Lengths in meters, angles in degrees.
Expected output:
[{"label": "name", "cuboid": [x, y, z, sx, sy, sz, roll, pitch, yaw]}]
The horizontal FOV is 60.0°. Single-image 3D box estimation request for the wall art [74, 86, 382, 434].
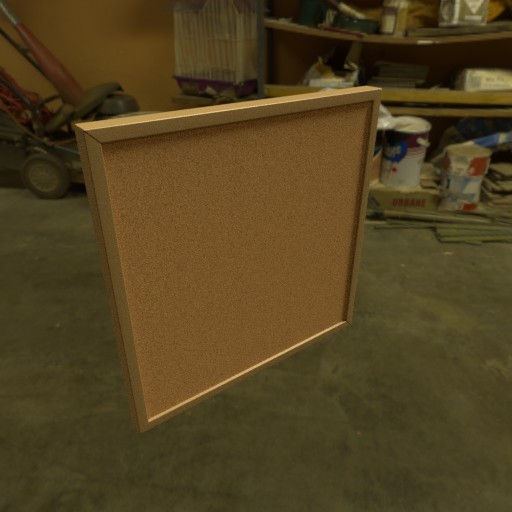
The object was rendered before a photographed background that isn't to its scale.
[{"label": "wall art", "cuboid": [0.000, 0.000, 0.768, 0.509, 0.509, 0.036, -19, 35, -31]}]
